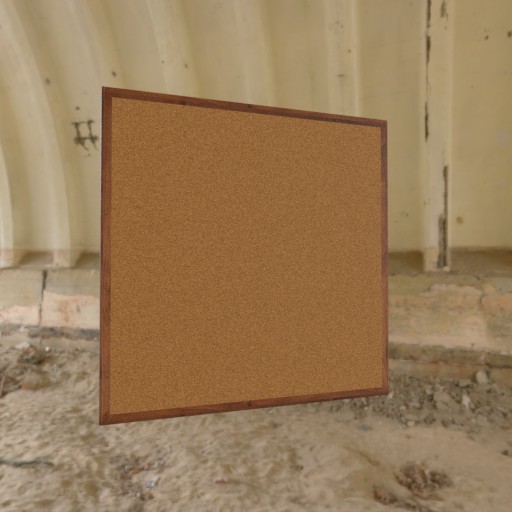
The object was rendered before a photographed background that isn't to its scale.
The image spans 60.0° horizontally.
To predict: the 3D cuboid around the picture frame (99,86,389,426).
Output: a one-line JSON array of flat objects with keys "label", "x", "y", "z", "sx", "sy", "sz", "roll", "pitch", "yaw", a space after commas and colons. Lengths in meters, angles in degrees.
[{"label": "picture frame", "x": 0.000, "y": 0.000, "z": 0.531, "sx": 0.352, "sy": 0.356, "sz": 0.028, "roll": 0, "pitch": -1, "yaw": -18}]
